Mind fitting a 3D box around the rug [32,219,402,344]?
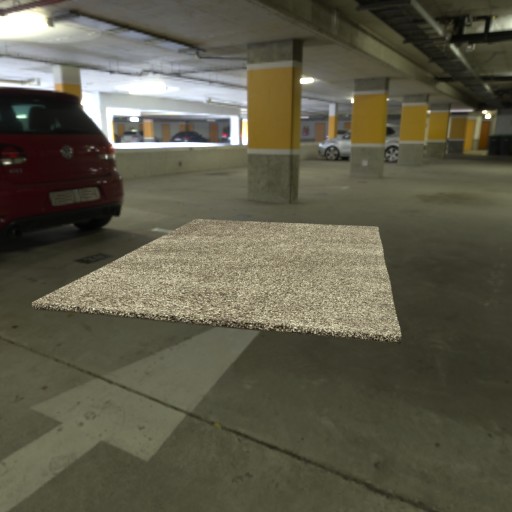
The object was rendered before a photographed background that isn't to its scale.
[{"bbox_3d":[0.000,0.000,2.124,1.198,0.025,1.601,3,16,12],"label":"rug"}]
